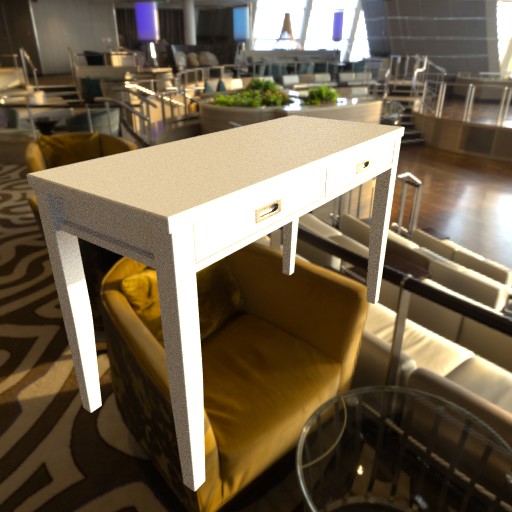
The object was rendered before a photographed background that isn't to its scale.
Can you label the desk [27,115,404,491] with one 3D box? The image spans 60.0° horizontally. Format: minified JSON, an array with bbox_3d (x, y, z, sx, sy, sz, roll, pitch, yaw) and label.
[{"bbox_3d":[0.000,0.000,1.565,0.508,0.775,1.220,18,31,33],"label":"desk"}]
